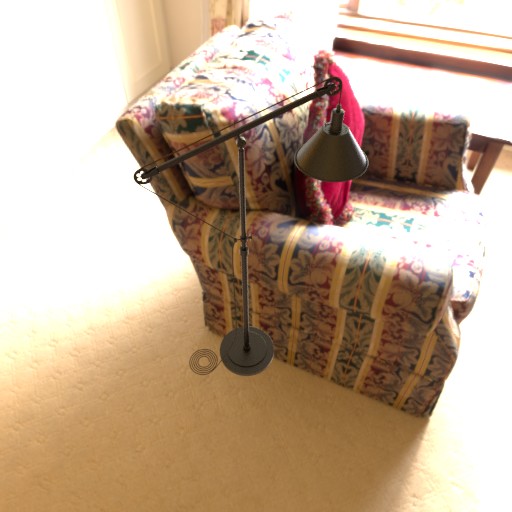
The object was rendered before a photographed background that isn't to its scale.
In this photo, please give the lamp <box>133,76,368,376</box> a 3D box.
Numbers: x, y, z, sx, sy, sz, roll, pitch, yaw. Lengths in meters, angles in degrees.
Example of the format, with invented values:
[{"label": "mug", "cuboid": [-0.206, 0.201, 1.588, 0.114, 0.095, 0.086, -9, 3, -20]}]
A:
[{"label": "lamp", "cuboid": [0.000, 0.000, 2.045, 0.904, 1.626, 0.319, -11, 48, -10]}]
